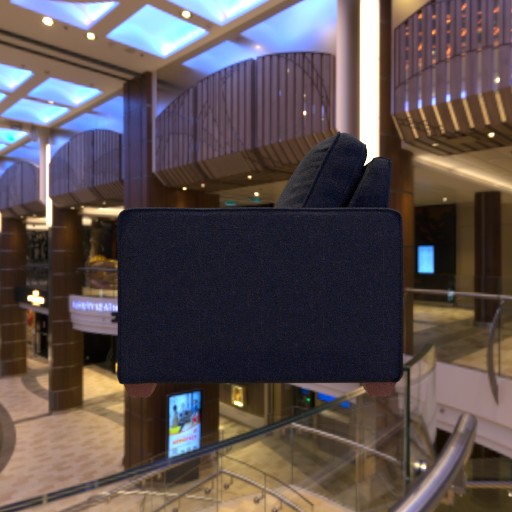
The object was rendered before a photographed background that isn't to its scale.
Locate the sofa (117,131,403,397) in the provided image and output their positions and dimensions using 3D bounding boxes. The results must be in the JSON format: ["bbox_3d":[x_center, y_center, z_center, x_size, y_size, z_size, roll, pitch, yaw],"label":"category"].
[{"bbox_3d":[0.000,0.000,2.251,0.947,0.918,1.709,0,0,-1],"label":"sofa"}]
